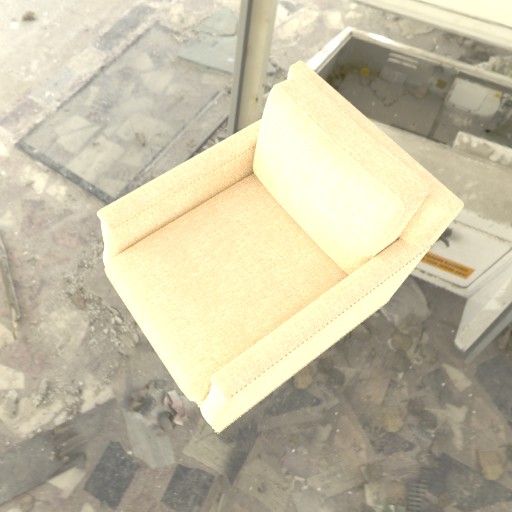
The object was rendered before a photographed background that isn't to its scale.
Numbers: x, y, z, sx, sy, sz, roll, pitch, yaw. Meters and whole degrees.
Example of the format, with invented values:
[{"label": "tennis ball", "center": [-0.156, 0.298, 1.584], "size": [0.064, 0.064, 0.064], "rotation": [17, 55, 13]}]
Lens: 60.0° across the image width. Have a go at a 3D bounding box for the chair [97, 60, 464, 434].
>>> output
[{"label": "chair", "center": [0.000, 0.000, 1.775], "size": [1.041, 0.940, 0.838], "rotation": [-34, 68, -16]}]
